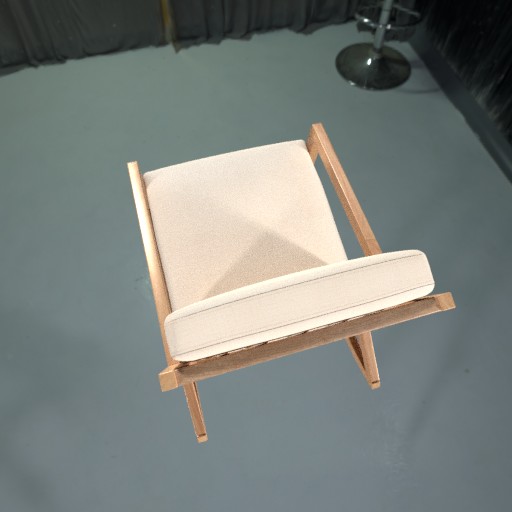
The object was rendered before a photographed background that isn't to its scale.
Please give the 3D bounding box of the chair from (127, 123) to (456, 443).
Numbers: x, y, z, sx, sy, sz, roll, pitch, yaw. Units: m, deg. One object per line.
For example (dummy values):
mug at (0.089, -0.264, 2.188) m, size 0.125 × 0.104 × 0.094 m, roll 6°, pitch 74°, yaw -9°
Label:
chair at (0.000, 0.000, 1.369) m, size 0.622 × 0.790 × 0.857 m, roll -14°, pitch 59°, yaw -9°
